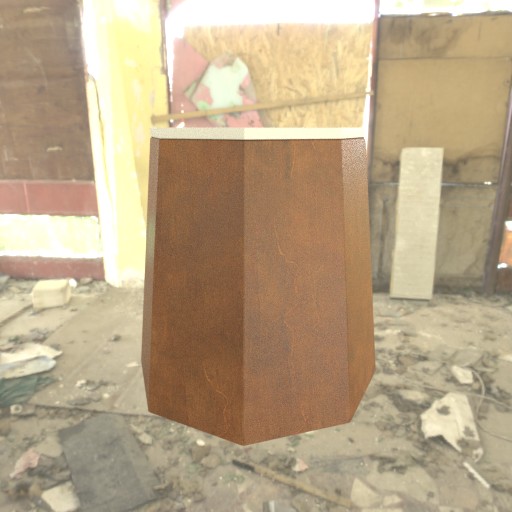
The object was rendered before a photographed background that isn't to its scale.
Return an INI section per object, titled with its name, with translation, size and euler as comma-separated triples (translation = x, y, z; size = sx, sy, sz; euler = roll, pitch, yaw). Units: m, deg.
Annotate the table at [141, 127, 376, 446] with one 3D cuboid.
[table]
translation = 0.000, 0.000, 0.821
size = 0.439, 0.457, 0.439
euler = 8, 18, 24
